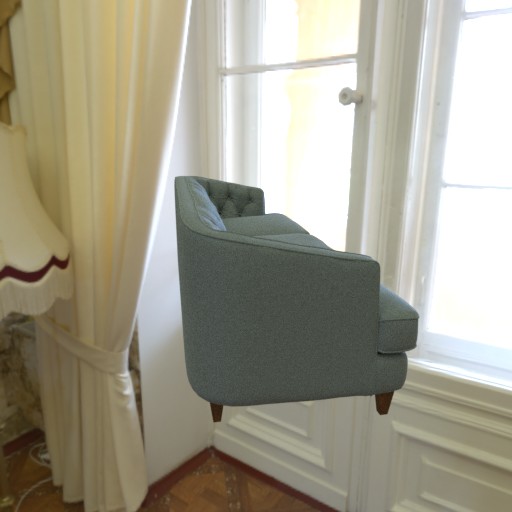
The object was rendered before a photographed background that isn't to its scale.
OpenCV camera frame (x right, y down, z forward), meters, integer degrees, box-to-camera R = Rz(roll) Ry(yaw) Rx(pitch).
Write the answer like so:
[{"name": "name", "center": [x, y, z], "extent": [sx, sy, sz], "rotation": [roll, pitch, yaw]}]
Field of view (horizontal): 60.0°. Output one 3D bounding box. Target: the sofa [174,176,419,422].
[{"name": "sofa", "center": [0.000, 0.000, 2.726], "extent": [0.941, 0.855, 2.278], "rotation": [-3, 16, -10]}]
